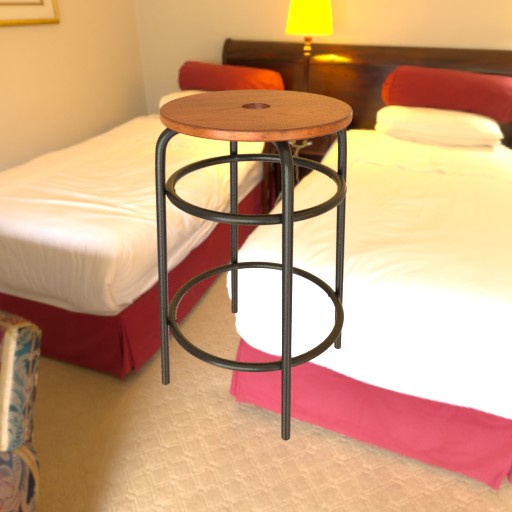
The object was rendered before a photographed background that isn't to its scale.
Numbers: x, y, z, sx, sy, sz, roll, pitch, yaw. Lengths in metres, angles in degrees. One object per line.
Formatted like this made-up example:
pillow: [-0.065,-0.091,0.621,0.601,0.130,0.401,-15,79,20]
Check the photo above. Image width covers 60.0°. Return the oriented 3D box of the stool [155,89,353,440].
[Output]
stool: [0.000,0.000,0.933,0.455,0.610,0.455,-8,31,-14]
